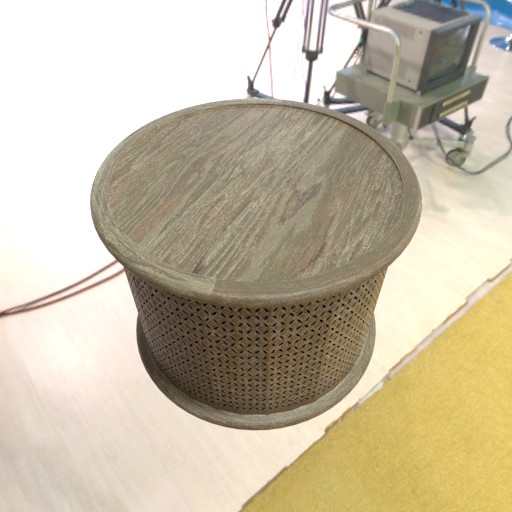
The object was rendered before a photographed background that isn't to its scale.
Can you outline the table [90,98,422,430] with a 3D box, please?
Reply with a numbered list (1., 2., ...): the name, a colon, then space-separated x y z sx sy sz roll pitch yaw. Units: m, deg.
1. table: 0.000 0.000 0.991 0.607 0.450 0.607 0 46 0
